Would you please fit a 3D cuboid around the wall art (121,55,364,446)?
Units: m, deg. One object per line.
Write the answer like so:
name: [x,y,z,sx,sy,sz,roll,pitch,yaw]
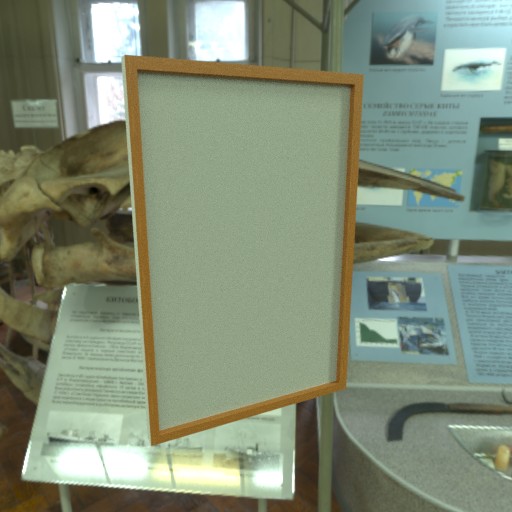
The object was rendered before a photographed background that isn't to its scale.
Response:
wall art: [0.000,0.000,0.765,0.405,0.608,0.025,-7,16,-25]
